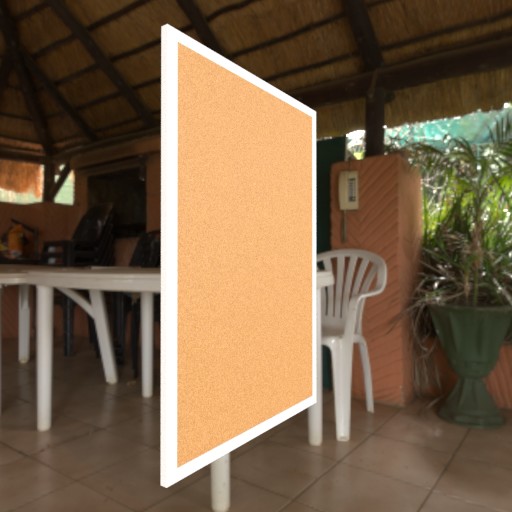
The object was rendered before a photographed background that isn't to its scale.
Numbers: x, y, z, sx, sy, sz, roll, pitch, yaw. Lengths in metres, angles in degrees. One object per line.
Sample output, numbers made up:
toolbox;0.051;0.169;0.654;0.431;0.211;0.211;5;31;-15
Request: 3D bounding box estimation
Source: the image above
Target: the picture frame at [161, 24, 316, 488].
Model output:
picture frame;0.000;0.000;0.818;0.013;0.657;0.457;0;-1;35
